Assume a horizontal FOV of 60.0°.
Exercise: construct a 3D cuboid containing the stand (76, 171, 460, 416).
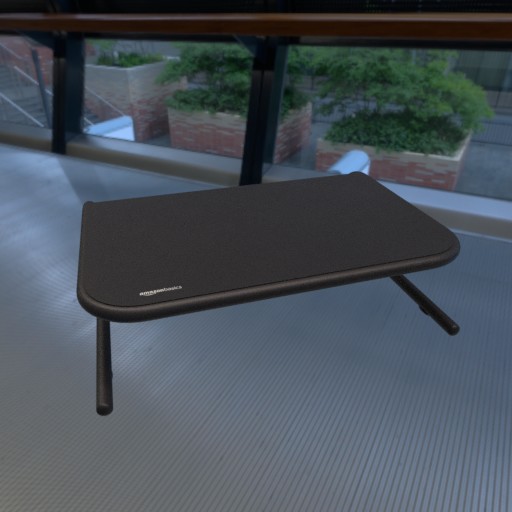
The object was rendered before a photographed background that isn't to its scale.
[{"bbox_3d":[0.000,0.000,0.514,0.370,0.108,0.280,-9,32,-15],"label":"stand"}]
